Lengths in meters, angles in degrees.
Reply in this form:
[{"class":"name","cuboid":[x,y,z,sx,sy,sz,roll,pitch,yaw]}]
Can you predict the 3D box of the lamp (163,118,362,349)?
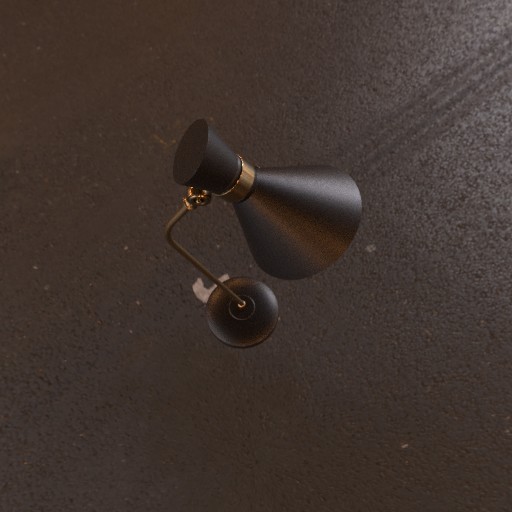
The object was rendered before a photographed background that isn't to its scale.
[{"class":"lamp","cuboid":[0.000,0.000,0.775,0.292,0.647,0.189,0,65,0]}]
